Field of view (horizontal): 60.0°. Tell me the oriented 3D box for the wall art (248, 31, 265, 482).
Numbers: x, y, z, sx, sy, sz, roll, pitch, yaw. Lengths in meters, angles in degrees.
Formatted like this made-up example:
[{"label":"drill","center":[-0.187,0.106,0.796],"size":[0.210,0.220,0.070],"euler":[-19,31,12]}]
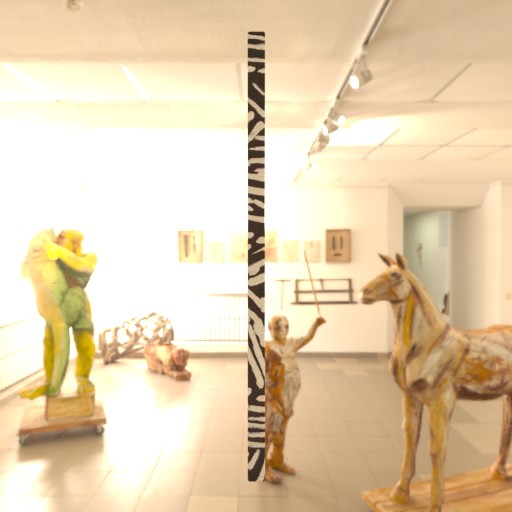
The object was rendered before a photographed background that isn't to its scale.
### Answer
[{"label":"wall art","center":[0.000,0.000,1.208],"size":[0.035,0.918,0.615],"euler":[0,1,0]}]
